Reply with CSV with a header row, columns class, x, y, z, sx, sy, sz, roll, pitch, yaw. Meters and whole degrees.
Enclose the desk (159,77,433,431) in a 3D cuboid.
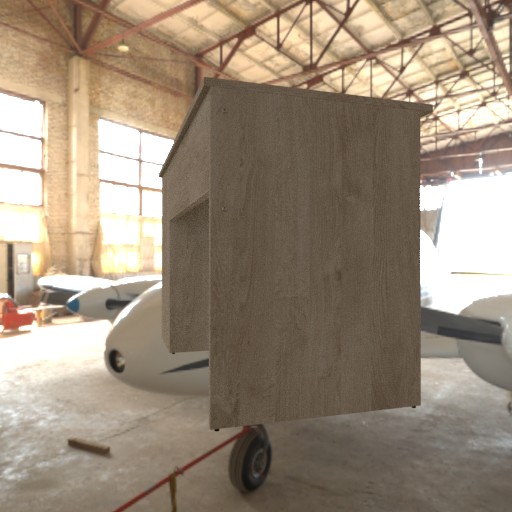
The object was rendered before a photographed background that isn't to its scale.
class,x,y,z,sx,sy,sz,roll,pitch,yaw
desk,0.000,0.000,1.511,0.560,0.730,1.096,0,0,-17
